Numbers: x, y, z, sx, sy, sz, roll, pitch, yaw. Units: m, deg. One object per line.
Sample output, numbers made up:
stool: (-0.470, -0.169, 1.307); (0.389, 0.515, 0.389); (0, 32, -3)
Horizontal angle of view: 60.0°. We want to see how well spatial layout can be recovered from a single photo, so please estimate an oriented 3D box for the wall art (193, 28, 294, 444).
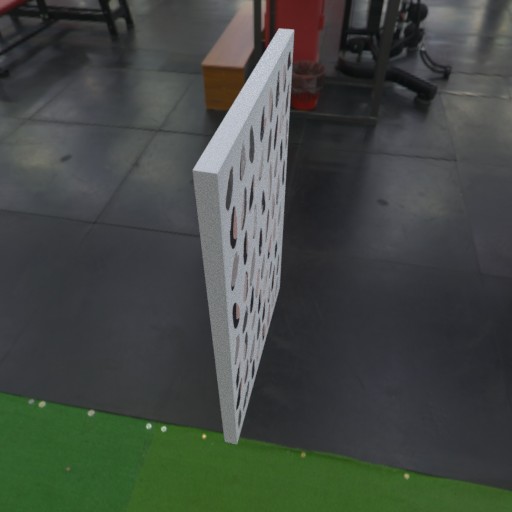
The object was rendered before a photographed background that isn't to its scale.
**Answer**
wall art: (0.000, 0.000, 1.153); (0.037, 0.916, 0.610); (10, 45, 10)
